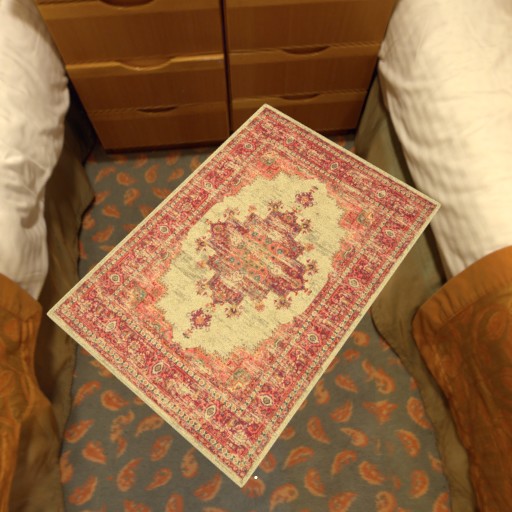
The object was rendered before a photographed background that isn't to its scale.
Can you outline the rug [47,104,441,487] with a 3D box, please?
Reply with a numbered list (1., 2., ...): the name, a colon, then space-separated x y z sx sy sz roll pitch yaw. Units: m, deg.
1. rug: 0.000 0.000 3.763 2.005 0.014 2.878 35 69 16
